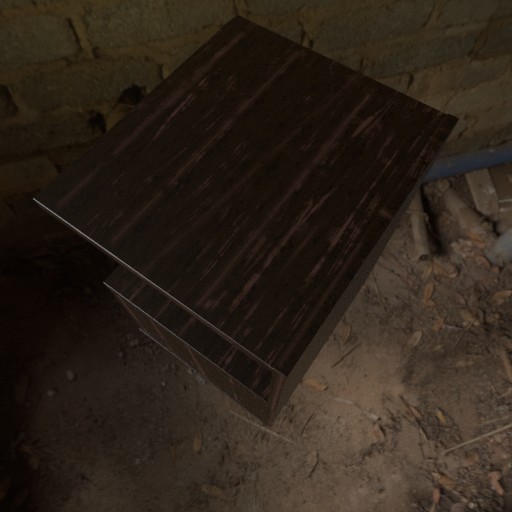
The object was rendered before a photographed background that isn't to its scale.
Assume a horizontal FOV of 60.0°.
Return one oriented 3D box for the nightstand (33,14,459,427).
[{"bbox_3d":[0.000,0.000,0.793,0.356,0.559,0.400,33,68,15],"label":"nightstand"}]
